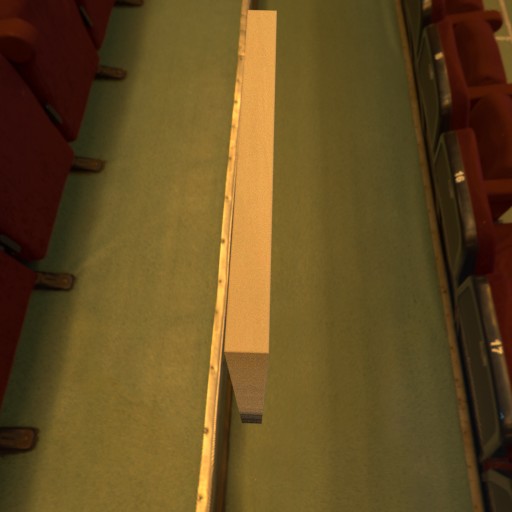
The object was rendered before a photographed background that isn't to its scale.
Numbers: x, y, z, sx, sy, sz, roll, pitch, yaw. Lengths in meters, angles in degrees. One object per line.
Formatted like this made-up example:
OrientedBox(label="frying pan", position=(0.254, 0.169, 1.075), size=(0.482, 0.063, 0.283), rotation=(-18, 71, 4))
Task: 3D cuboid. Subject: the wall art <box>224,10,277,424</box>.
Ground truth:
OrientedBox(label="wall art", position=(0.000, 0.000, 0.688), size=(0.037, 0.511, 0.435), rotation=(2, 63, 1))
